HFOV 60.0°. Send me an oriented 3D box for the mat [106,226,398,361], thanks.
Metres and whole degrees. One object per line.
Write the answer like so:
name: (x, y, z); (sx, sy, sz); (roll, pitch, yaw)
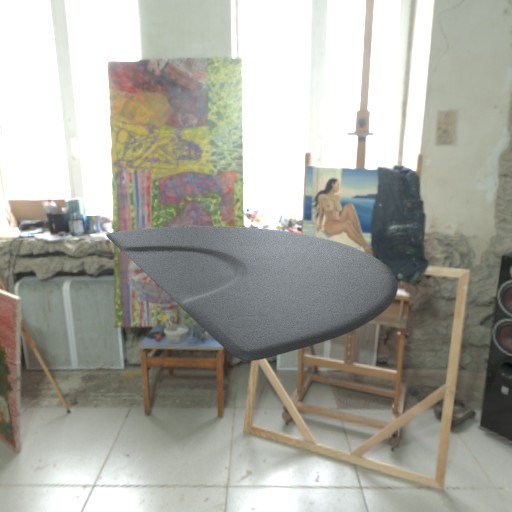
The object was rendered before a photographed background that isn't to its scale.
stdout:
mat: (0.000, 0.000, 1.815); (0.917, 0.016, 1.525); (-8, 17, -28)
